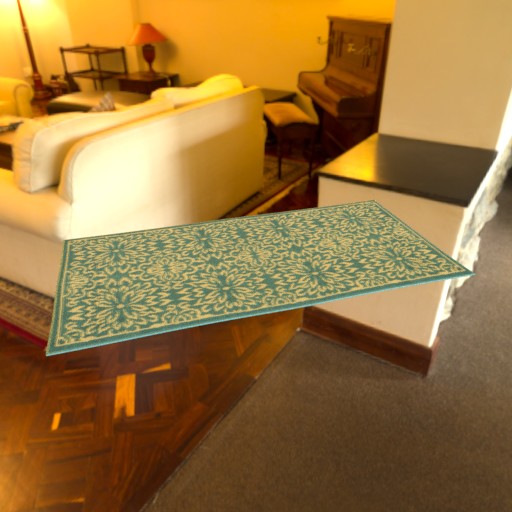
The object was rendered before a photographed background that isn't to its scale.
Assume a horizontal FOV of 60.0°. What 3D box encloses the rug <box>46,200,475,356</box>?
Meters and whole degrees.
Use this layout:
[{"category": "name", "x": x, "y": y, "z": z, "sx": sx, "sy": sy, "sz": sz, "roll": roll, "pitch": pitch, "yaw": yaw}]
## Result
[{"category": "rug", "x": 0.000, "y": 0.000, "z": 1.446, "sx": 1.219, "sy": 0.007, "sz": 0.604, "roll": -9, "pitch": 31, "yaw": -15}]
